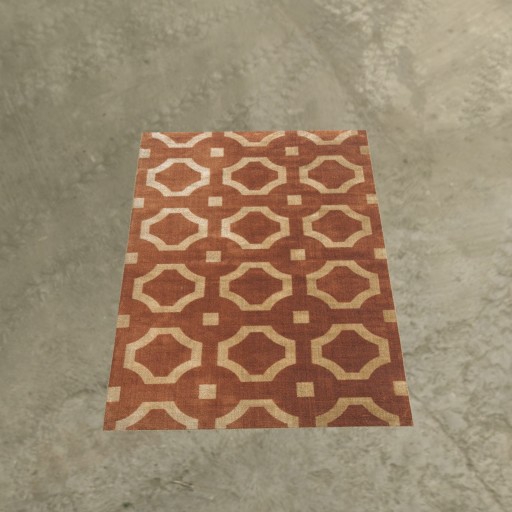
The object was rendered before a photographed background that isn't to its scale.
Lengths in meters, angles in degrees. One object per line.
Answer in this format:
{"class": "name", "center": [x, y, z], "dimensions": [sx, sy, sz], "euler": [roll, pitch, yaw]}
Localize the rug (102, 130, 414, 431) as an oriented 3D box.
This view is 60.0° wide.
{"class": "rug", "center": [0.000, 0.000, 4.170], "dimensions": [2.466, 0.021, 3.049], "euler": [-1, 63, 0]}
